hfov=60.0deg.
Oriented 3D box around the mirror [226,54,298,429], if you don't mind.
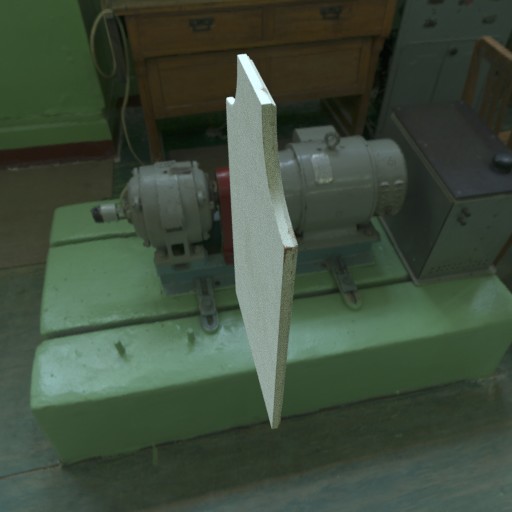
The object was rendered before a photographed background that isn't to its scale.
[{"bbox_3d":[0.000,0.000,0.865,0.022,0.717,0.403,-10,48,-9],"label":"mirror"}]
